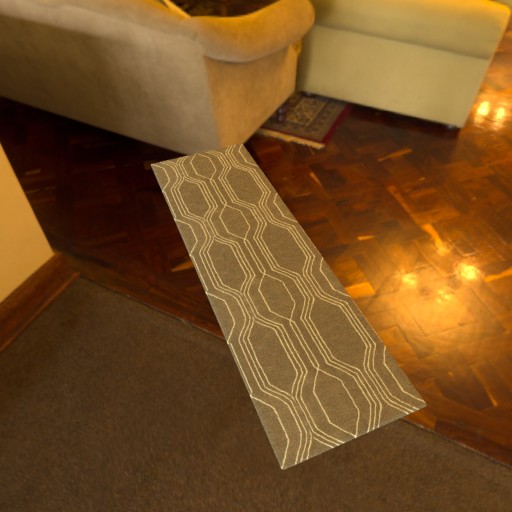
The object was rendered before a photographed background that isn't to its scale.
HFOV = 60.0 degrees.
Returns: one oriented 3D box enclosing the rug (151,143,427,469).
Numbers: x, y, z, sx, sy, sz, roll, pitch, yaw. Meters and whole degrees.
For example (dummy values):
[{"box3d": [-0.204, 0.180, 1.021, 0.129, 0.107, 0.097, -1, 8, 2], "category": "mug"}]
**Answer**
[{"box3d": [0.000, 0.000, 2.822, 0.773, 0.012, 2.464, -17, 49, -15], "category": "rug"}]
